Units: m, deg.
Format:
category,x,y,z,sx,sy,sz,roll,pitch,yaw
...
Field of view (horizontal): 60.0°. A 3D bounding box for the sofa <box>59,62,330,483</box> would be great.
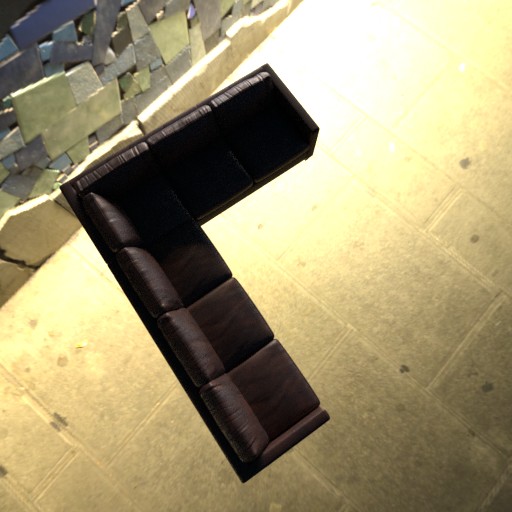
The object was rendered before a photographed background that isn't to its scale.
category,x,y,z,sx,sy,sz,roll,pitch,yaw
sofa,0.000,0.000,4.338,2.438,0.836,3.152,-34,79,-8
